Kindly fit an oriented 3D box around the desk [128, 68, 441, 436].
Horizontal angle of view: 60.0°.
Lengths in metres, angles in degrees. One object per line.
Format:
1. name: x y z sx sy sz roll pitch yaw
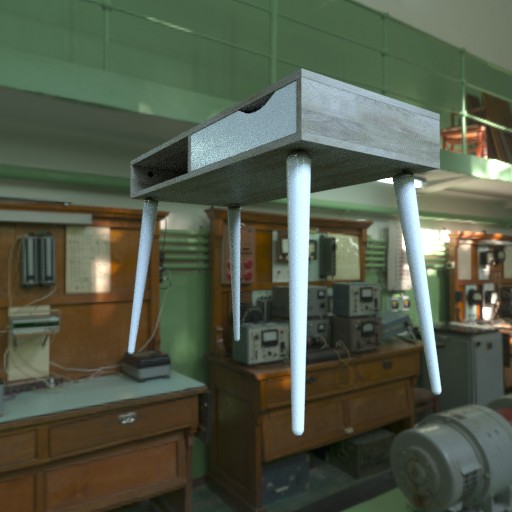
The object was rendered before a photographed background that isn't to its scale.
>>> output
1. desk: 0.000 0.000 1.402 0.491 0.723 0.979 1 -1 -35
